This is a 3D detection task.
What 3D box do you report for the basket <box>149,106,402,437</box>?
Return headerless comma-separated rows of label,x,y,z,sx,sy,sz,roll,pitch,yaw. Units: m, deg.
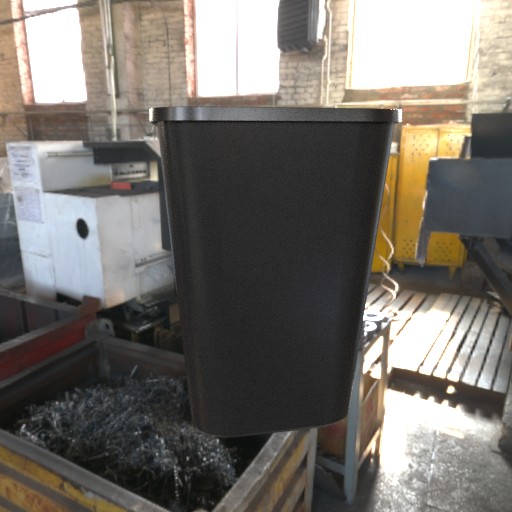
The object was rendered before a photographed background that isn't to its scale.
basket,0.000,0.000,0.511,0.211,0.307,0.300,-3,15,-10
